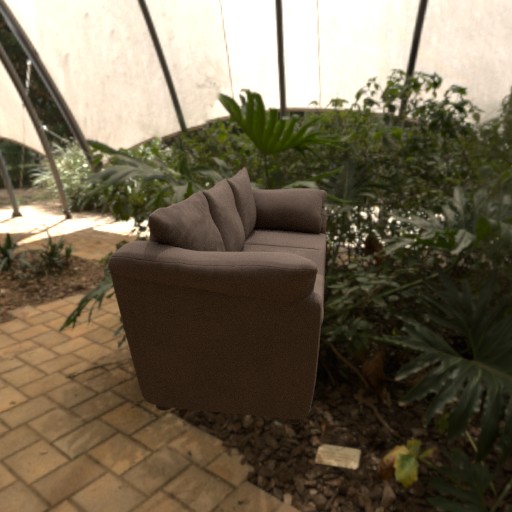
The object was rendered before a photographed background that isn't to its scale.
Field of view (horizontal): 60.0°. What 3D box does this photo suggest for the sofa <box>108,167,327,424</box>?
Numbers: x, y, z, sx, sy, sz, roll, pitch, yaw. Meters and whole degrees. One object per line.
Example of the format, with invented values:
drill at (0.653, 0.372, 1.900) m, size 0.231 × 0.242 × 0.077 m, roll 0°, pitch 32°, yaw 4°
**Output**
sofa at (0.000, 0.000, 2.858) m, size 0.893 × 0.981 × 2.377 m, roll 2°, pitch 15°, yaw 9°
